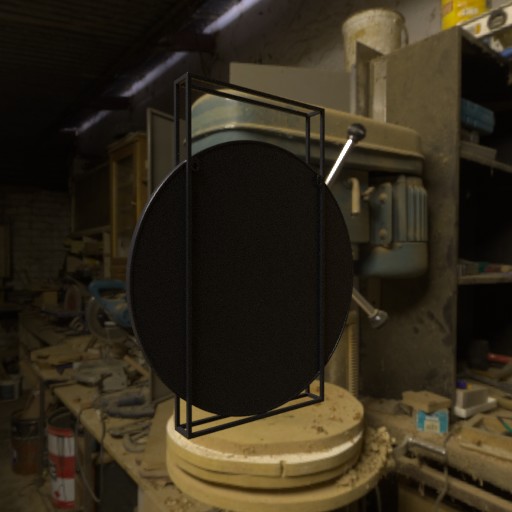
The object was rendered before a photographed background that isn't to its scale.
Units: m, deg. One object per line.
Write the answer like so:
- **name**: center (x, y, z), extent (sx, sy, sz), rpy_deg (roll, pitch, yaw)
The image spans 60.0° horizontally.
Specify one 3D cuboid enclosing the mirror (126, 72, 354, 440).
- **mirror**: center (0.000, 0.000, 0.840), extent (0.508, 0.603, 0.051), rpy_deg (0, 1, -36)
